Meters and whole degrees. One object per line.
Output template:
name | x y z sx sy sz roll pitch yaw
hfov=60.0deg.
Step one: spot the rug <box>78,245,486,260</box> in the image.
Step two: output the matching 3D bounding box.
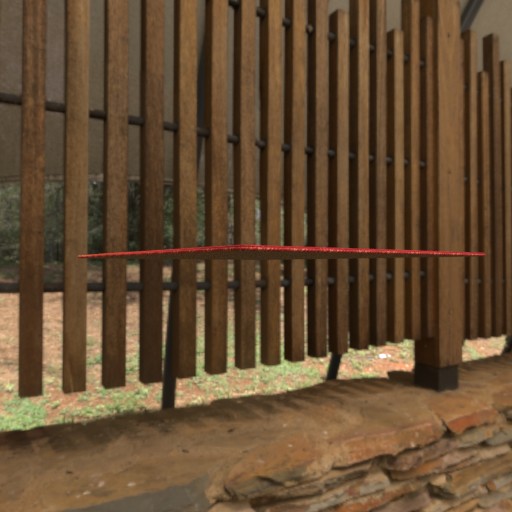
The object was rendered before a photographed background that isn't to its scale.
rug | 0.000 0.000 3.932 2.340 0.028 2.905 1 -2 -36
